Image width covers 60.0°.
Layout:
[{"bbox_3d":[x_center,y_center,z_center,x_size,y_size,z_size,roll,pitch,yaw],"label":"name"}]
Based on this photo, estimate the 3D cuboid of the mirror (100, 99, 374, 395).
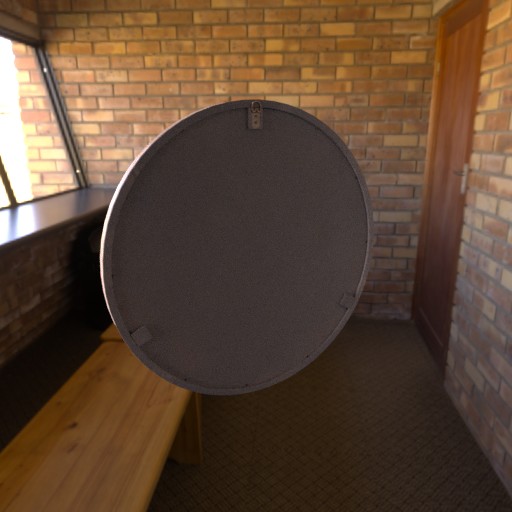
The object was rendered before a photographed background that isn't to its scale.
[{"bbox_3d":[0.000,0.000,1.067,0.710,0.710,0.038,-8,17,-27],"label":"mirror"}]
